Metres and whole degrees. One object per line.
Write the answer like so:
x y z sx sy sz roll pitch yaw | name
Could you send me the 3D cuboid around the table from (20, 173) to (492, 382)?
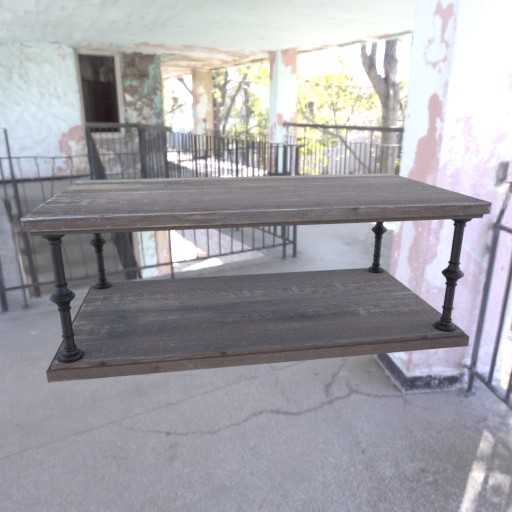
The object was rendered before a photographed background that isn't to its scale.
0.000 0.000 1.332 1.088 0.399 0.554 -3 18 -9 | table
